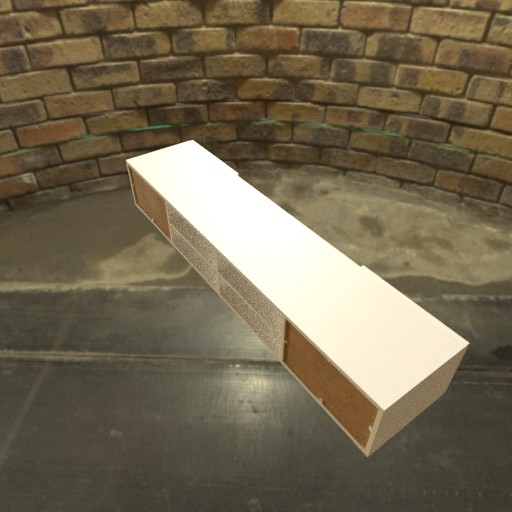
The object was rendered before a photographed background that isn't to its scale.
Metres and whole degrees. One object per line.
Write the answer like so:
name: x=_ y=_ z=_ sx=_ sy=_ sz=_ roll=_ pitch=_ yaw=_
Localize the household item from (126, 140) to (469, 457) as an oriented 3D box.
household item: x=0.000 y=0.000 z=2.051 sx=0.420 sy=0.310 sz=1.850 roll=-25 pitch=47 yaw=-26
